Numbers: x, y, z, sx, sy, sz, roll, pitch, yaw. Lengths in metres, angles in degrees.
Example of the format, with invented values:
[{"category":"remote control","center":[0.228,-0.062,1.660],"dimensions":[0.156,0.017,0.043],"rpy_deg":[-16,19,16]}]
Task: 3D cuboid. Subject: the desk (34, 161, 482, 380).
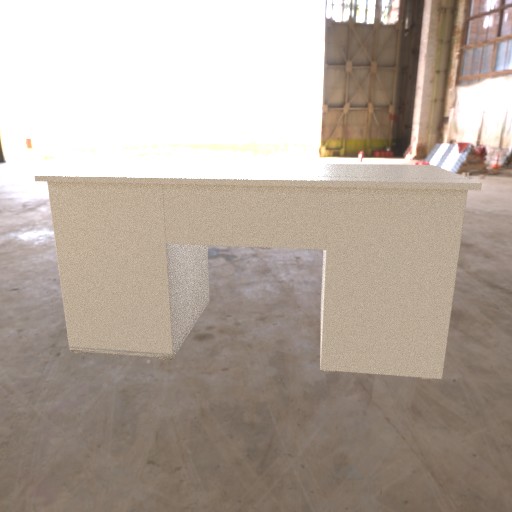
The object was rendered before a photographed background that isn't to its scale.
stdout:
[{"category":"desk","center":[0.000,0.000,1.975],"dimensions":[1.580,0.760,0.670],"rpy_deg":[2,17,8]}]
